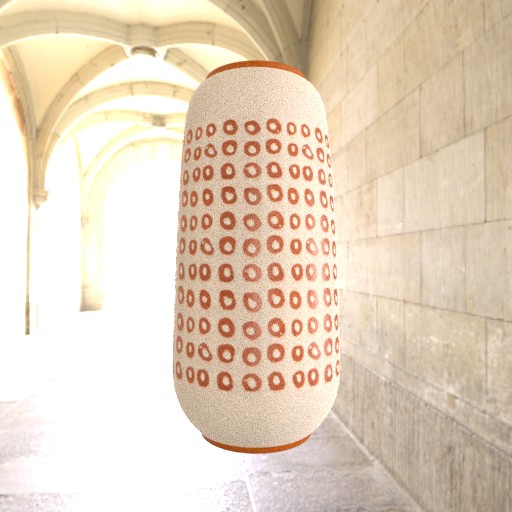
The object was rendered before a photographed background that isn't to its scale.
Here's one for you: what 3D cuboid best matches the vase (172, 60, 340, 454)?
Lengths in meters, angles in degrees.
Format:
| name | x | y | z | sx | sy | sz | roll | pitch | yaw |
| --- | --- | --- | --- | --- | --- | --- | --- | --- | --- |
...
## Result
| name | x | y | z | sx | sy | sz | roll | pitch | yaw |
| --- | --- | --- | --- | --- | --- | --- | --- | --- | --- |
| vase | 0.000 | 0.000 | 0.358 | 0.133 | 0.282 | 0.133 | 0 | -1 | 0 |
